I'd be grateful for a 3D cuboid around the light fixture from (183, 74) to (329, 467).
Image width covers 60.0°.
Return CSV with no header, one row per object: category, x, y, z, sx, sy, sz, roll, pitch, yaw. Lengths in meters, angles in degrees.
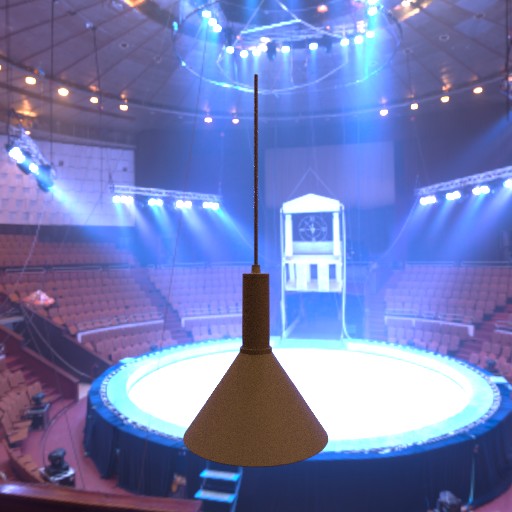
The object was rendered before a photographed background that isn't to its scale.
light fixture,0.000,0.000,0.829,0.267,0.683,0.267,0,-1,1
